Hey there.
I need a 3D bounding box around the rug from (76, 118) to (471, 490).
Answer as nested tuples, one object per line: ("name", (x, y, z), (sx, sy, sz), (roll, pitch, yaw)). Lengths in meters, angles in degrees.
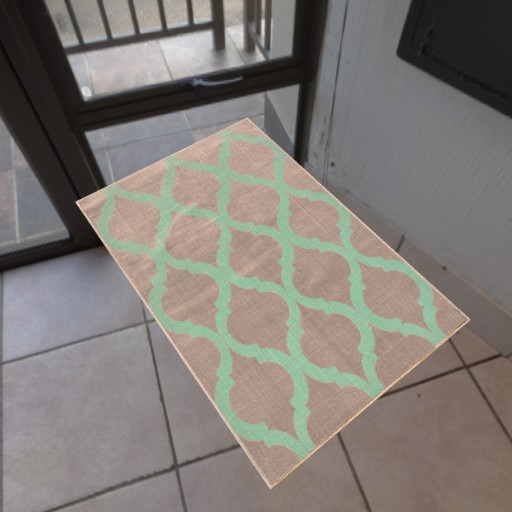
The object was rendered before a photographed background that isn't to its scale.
("rug", (0.000, 0.000, 2.925), (1.524, 0.006, 2.286), (-32, 62, -19))
